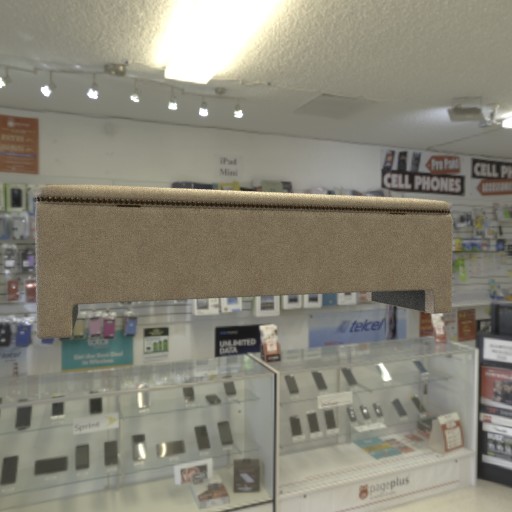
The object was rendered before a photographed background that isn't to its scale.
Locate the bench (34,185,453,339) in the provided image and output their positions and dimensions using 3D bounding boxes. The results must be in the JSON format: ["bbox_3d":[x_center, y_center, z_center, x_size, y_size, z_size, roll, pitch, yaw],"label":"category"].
[{"bbox_3d":[0.000,0.000,1.696,1.482,0.447,0.470,-1,2,-19],"label":"bench"}]
